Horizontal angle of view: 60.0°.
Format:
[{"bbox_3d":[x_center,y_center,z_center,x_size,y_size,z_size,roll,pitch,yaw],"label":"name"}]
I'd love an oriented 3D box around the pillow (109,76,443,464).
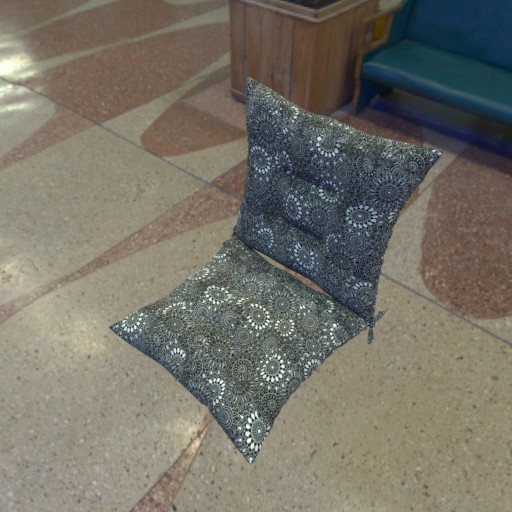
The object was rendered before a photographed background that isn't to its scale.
[{"bbox_3d":[0.000,0.000,1.016,0.541,0.536,0.585,33,54,28],"label":"pillow"}]
